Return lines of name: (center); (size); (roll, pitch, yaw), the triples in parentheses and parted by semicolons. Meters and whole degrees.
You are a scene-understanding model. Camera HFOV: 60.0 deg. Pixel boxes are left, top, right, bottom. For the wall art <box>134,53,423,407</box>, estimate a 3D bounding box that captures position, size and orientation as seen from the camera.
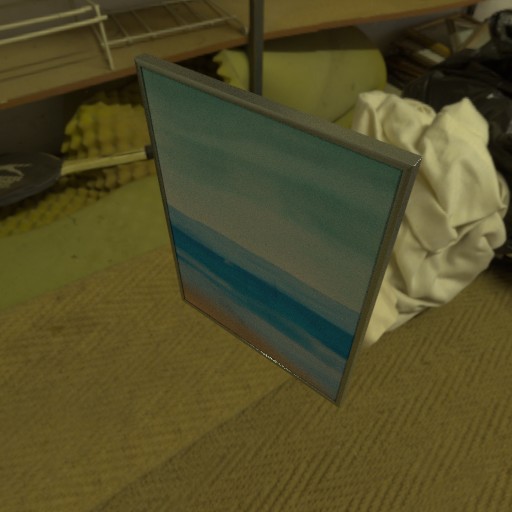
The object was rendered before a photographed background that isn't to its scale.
wall art: (0.000, 0.000, 1.418); (0.803, 1.062, 0.041); (30, 53, 25)
